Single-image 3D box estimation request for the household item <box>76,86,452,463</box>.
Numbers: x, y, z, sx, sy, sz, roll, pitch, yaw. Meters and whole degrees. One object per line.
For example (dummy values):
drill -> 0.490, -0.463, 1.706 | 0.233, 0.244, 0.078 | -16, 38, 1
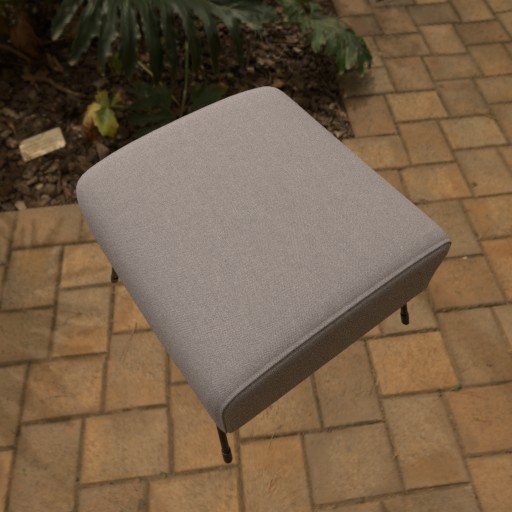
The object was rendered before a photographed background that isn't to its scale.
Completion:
household item -> 0.000, 0.000, 0.916 | 0.530, 0.410, 0.530 | -32, 63, -18
